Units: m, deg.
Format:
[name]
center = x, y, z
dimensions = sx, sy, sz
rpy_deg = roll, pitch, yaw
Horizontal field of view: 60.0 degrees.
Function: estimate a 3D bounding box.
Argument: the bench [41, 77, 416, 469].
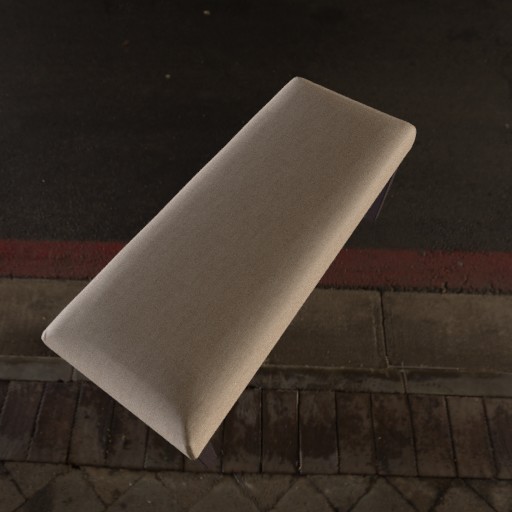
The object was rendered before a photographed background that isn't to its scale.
[bench]
center = 0.000, 0.000, 1.225
dimensions = 0.407, 0.456, 1.013
rpy_deg = 30, 63, 17
